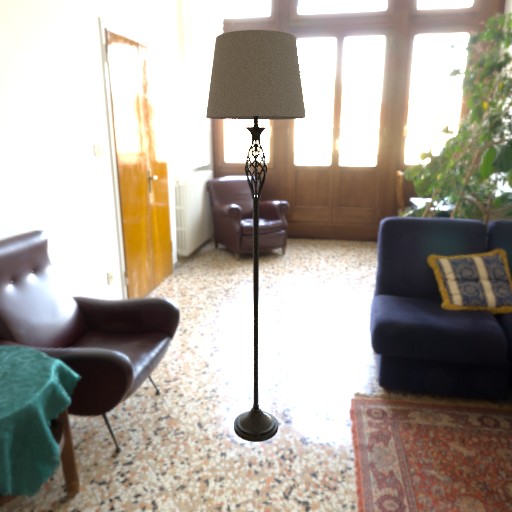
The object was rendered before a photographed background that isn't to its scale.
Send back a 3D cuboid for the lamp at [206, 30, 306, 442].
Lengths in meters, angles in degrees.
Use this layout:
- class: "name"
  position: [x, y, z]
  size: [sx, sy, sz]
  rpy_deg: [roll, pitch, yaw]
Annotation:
- class: "lamp"
  position: [0.000, 0.000, 1.812]
  size: [0.379, 1.623, 0.379]
  rpy_deg: [0, 15, 0]
